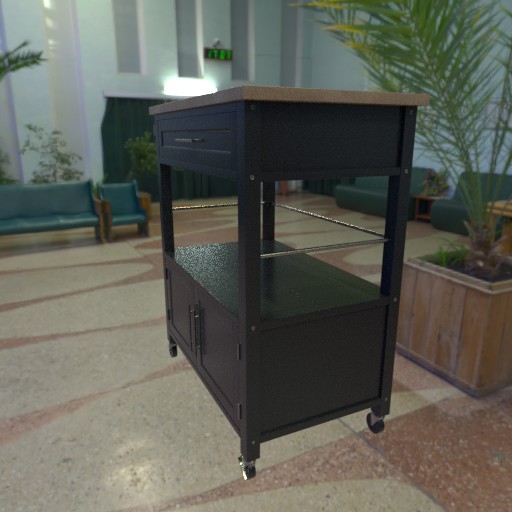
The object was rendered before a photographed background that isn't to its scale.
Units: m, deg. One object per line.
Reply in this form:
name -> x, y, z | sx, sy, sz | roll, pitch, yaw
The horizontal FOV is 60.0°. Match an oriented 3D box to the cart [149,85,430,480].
cart -> 0.000, 0.000, 1.377 | 0.459, 0.901, 0.840 | -7, 17, -25
